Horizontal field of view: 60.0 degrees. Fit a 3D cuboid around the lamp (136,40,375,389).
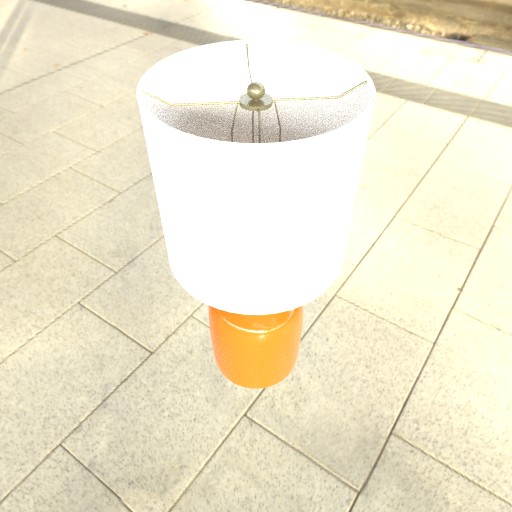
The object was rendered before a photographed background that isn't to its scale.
[{"bbox_3d":[0.000,0.000,1.095,0.418,0.871,0.418,25,50,23],"label":"lamp"}]
